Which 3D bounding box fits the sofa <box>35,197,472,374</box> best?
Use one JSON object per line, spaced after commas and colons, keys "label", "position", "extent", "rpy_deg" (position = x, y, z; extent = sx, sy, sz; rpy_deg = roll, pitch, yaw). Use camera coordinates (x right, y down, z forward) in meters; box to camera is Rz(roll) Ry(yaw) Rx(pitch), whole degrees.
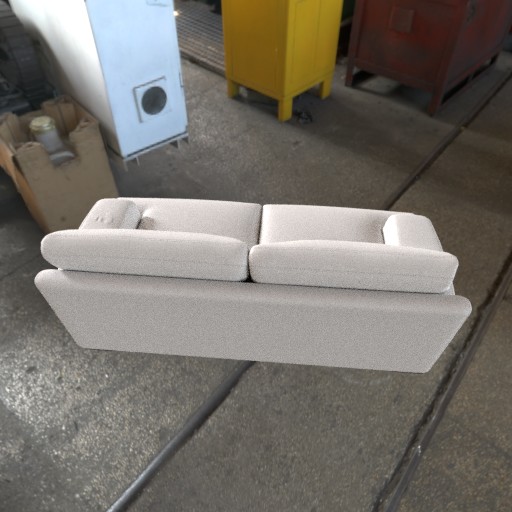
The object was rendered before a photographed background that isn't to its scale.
{"label": "sofa", "position": [0.000, 0.000, 2.775], "extent": [2.261, 0.940, 1.143], "rpy_deg": [3, 46, 3]}
